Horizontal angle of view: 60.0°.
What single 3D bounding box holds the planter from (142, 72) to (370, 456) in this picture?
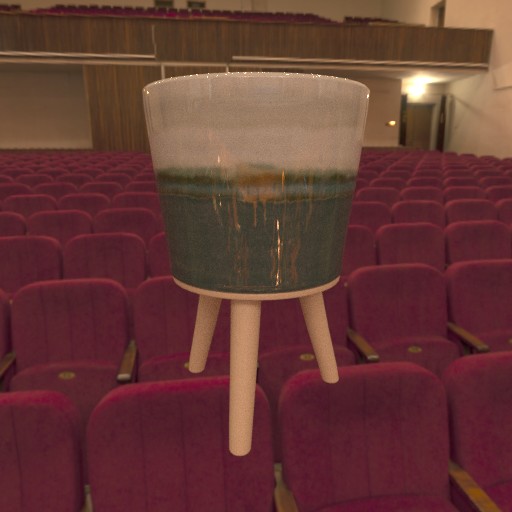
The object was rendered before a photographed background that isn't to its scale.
[{"bbox_3d":[0.000,0.000,0.471,0.217,0.331,0.217,-2,13,-8],"label":"planter"}]
